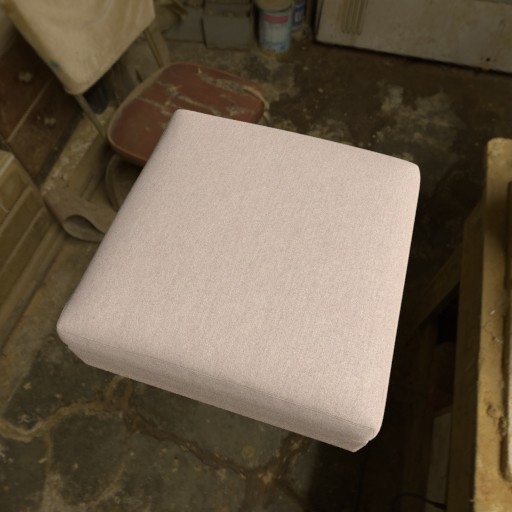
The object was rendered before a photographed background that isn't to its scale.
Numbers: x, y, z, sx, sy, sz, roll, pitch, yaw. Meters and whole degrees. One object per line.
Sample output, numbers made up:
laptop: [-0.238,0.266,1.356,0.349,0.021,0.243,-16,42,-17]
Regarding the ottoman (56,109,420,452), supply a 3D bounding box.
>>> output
ottoman: [0.000,0.000,1.626,1.041,0.470,1.041,15,61,9]
